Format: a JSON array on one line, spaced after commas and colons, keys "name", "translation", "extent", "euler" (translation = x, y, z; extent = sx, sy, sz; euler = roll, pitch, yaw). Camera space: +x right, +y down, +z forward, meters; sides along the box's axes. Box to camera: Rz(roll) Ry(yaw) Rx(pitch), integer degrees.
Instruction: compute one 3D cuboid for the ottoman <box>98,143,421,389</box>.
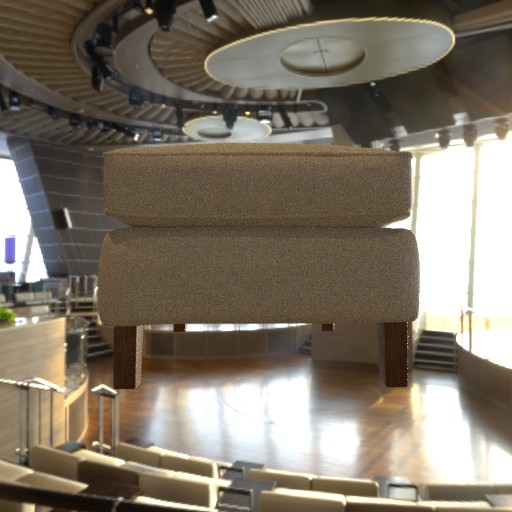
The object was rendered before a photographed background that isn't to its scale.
[{"name": "ottoman", "translation": [0.000, 0.000, 0.952], "extent": [0.501, 0.406, 0.665], "euler": [0, -1, -1]}]
